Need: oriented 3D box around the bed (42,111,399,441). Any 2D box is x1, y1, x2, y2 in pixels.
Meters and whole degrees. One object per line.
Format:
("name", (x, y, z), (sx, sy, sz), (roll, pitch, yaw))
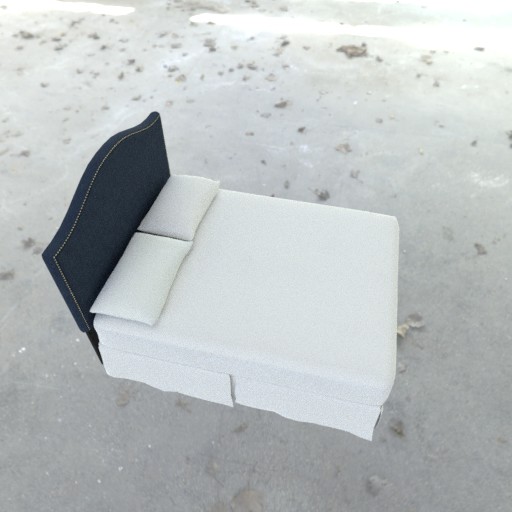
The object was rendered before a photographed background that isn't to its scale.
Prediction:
("bed", (0.000, 0.000, 3.269), (2.153, 1.518, 1.725), (10, 48, 9))
